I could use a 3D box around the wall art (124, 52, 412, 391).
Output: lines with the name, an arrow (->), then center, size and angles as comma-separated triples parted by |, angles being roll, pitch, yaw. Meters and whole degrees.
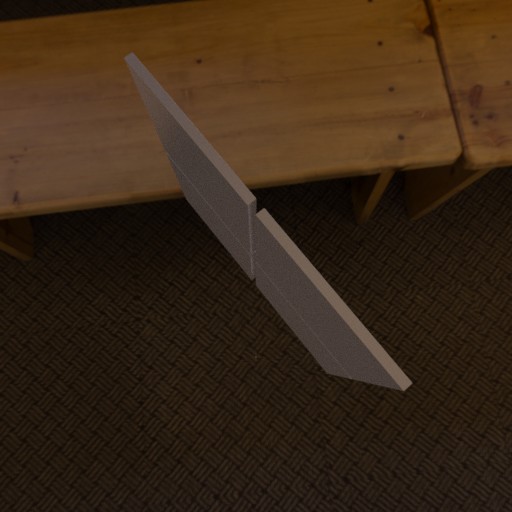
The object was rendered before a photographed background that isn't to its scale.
wall art -> 0.000, 0.000, 1.661 | 0.029, 1.118, 1.118 | -38, 80, -8
